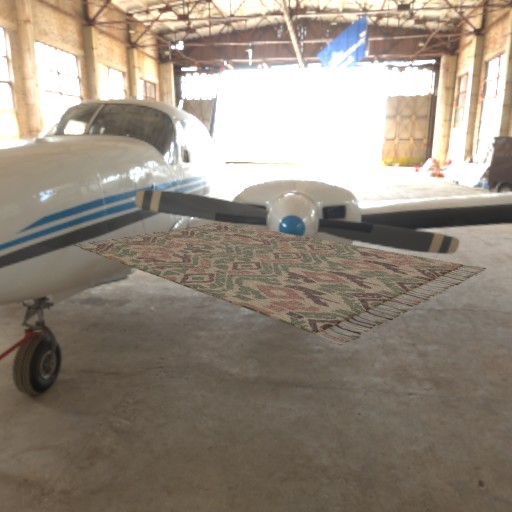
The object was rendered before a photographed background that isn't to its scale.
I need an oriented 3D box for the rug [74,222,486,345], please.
[{"bbox_3d":[0.000,0.000,2.983,1.524,0.011,2.438,-13,19,-43],"label":"rug"}]
